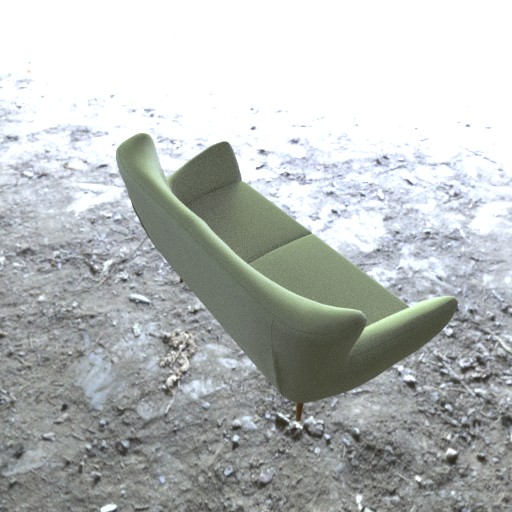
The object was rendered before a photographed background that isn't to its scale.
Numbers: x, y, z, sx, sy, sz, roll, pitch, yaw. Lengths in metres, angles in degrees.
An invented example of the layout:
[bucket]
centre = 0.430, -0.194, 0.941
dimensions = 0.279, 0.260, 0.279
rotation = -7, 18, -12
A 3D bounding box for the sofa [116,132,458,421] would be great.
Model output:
[sofa]
centre = 0.000, 0.000, 2.460
dimensions = 0.899, 0.890, 1.930
rotation = -25, 47, -26
